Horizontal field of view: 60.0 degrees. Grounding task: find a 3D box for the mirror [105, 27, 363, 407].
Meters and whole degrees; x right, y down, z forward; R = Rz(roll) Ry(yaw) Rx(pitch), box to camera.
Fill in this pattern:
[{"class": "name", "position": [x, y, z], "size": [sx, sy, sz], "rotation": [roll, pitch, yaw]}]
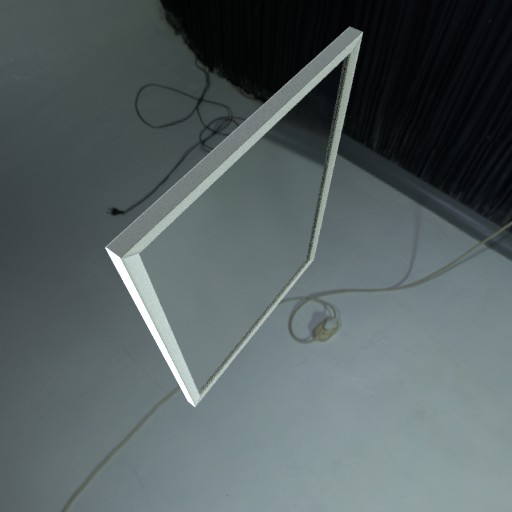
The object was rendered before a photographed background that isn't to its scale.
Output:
[{"class": "mirror", "position": [0.000, 0.000, 1.299], "size": [0.040, 1.016, 0.762], "rotation": [33, 64, 18]}]
